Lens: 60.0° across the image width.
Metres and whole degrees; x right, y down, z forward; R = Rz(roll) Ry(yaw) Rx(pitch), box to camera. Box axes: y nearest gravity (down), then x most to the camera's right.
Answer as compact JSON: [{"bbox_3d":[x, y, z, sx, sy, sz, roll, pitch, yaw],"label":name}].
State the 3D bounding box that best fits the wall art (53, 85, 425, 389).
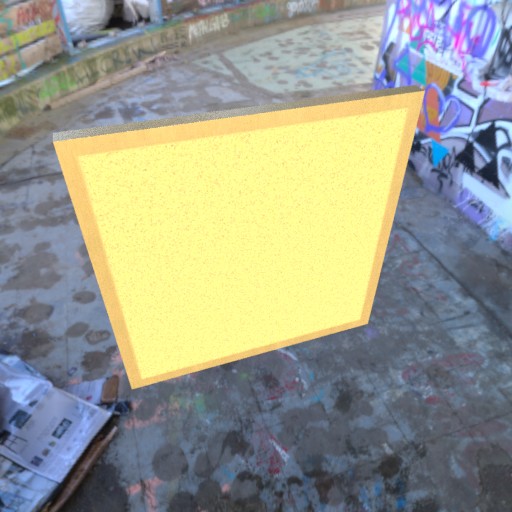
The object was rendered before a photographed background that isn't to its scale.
[{"bbox_3d":[0.000,0.000,2.865,1.935,1.936,0.097,-12,42,-14],"label":"wall art"}]
